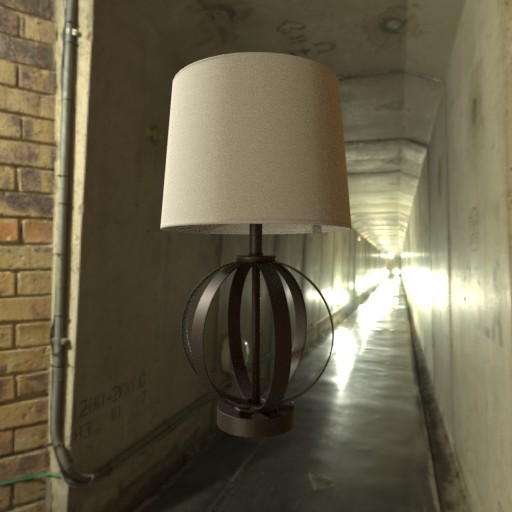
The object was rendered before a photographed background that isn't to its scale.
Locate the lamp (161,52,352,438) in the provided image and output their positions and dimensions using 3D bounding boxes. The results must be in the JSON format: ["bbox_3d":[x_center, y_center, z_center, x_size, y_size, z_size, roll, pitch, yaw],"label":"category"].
[{"bbox_3d":[0.000,0.000,0.680,0.286,0.510,0.286,0,0,0],"label":"lamp"}]
